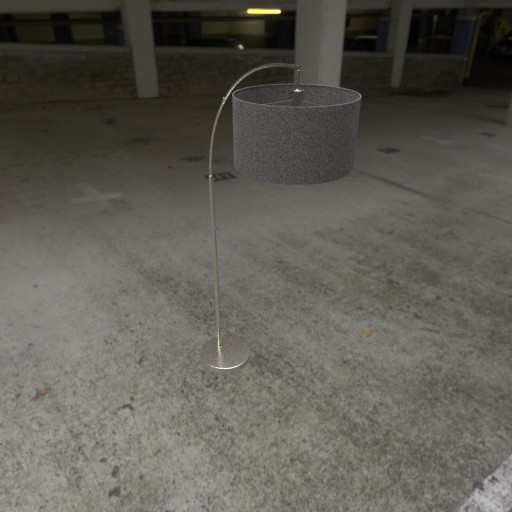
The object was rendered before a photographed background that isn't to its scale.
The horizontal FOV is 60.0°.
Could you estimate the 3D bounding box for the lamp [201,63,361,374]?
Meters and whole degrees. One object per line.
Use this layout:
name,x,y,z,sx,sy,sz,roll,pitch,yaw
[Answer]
lamp,0.000,0.000,2.125,0.452,1.735,0.934,-20,35,-31
